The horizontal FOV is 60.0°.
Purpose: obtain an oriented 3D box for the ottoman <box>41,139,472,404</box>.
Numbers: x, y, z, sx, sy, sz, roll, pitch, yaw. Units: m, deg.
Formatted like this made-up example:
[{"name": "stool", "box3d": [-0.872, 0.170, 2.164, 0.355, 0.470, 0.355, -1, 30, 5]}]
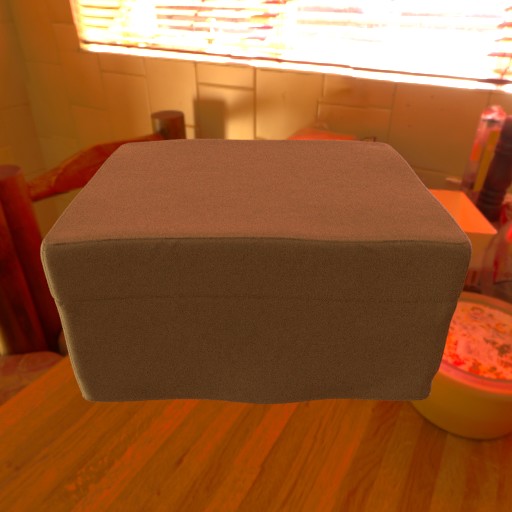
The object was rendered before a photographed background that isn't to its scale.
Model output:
[{"name": "ottoman", "box3d": [0.000, 0.000, 1.197, 0.833, 0.461, 0.648, 0, 31, 0]}]
